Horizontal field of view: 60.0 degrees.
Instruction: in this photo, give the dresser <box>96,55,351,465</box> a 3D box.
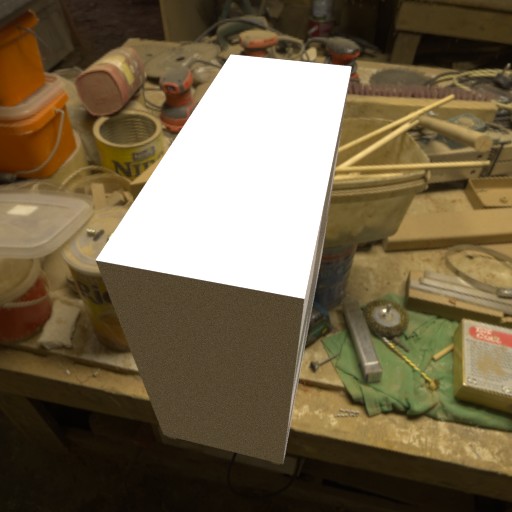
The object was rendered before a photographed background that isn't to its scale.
[{"bbox_3d":[0.000,0.000,1.657,0.460,1.000,1.100,10,48,9],"label":"dresser"}]
